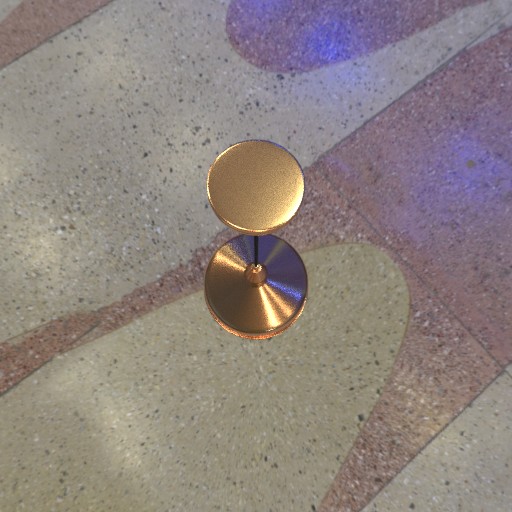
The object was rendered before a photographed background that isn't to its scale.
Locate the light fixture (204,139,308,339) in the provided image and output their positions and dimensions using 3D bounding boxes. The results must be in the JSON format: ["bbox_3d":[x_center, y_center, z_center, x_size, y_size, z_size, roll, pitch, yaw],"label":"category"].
[{"bbox_3d":[0.000,0.000,0.917,0.301,0.754,0.301,-37,79,-8],"label":"light fixture"}]
